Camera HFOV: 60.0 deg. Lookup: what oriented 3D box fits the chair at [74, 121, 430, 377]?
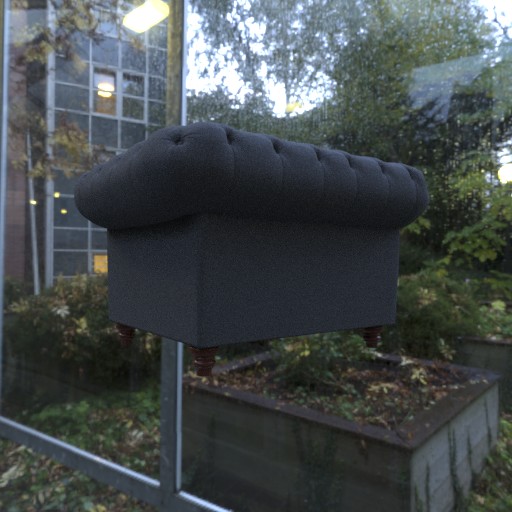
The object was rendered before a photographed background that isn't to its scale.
[{"bbox_3d":[0.000,0.000,1.861,1.270,0.770,0.976,1,-2,-36],"label":"chair"}]
